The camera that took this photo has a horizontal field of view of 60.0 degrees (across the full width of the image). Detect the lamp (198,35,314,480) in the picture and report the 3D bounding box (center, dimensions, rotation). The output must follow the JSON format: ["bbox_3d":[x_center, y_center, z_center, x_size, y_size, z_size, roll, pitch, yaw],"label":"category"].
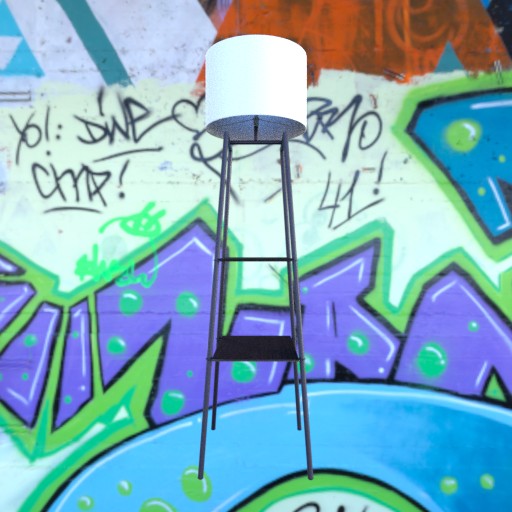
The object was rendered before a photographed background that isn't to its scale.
[{"bbox_3d":[0.000,0.000,1.665,0.384,1.474,0.427,0,0,0],"label":"lamp"}]
